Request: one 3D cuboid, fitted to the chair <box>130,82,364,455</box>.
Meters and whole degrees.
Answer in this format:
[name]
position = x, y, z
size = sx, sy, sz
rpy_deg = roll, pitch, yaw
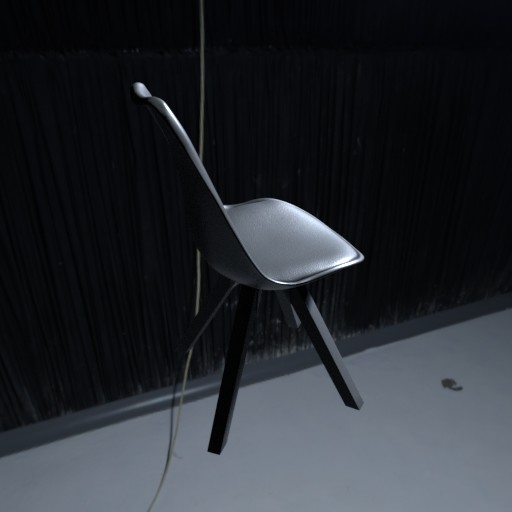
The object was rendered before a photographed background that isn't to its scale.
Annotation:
[chair]
position = 0.000, 0.000, 1.164
size = 0.530, 0.850, 0.485
rpy_deg = -10, 30, -18
